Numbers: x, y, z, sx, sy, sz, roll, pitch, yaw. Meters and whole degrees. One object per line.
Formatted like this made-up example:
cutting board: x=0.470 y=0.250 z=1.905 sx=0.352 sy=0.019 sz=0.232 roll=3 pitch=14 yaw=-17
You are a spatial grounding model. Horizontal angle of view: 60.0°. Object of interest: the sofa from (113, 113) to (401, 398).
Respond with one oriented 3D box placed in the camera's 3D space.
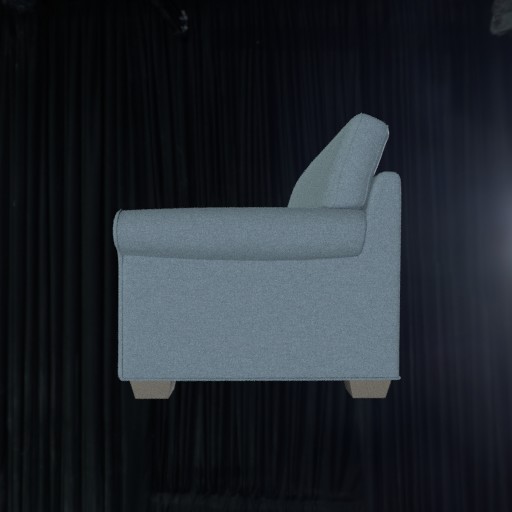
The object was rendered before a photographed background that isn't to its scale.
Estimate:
sofa: x=0.000 y=0.000 z=2.078 sx=0.940 sy=0.953 sz=1.410 roll=0 pitch=-1 yaw=-1
